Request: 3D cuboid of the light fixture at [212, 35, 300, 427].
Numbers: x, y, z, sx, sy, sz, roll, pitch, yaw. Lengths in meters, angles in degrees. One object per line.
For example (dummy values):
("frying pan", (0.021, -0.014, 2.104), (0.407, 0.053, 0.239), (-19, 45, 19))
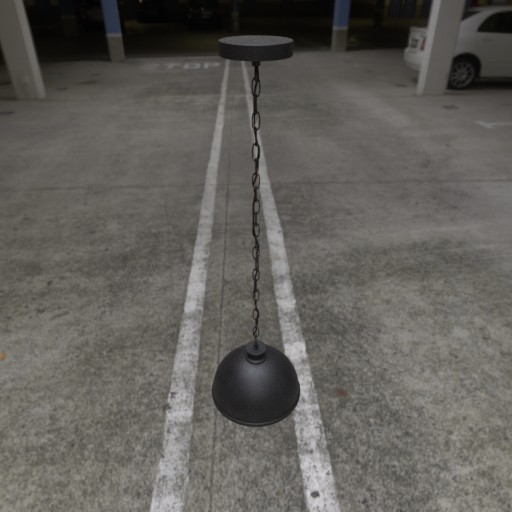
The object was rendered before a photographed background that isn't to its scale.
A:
("light fixture", (0.000, 0.000, 1.236), (0.304, 1.090, 0.304), (-2, 33, -2))
